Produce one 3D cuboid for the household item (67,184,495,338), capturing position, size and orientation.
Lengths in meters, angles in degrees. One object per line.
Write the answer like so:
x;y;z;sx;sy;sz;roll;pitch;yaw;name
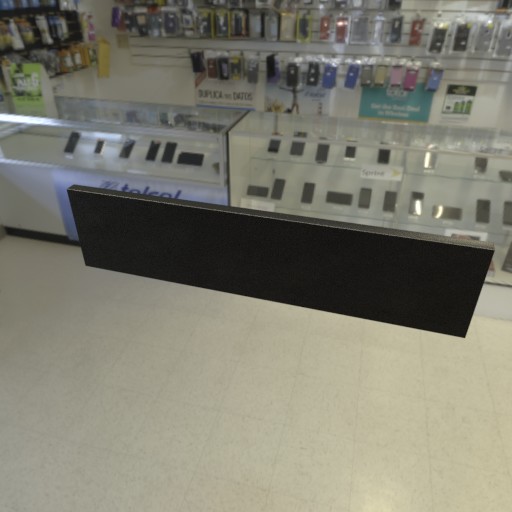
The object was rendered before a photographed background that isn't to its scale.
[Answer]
0.000;0.000;1.078;1.001;0.236;0.030;9;34;14;household item
